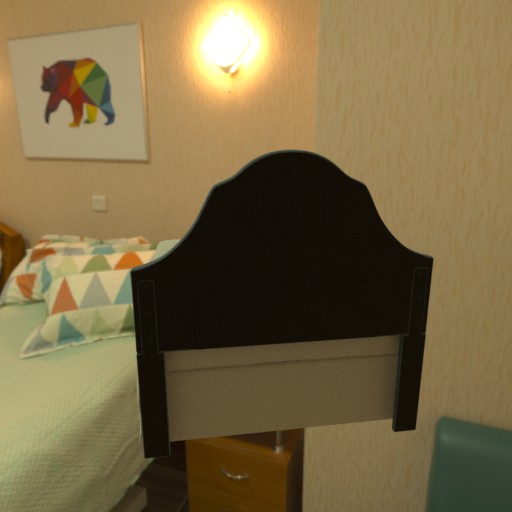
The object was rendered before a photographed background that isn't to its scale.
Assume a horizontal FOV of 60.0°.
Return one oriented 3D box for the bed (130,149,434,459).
[{"bbox_3d":[0.000,0.000,3.261,1.636,1.575,2.155,-2,15,-9],"label":"bed"}]
